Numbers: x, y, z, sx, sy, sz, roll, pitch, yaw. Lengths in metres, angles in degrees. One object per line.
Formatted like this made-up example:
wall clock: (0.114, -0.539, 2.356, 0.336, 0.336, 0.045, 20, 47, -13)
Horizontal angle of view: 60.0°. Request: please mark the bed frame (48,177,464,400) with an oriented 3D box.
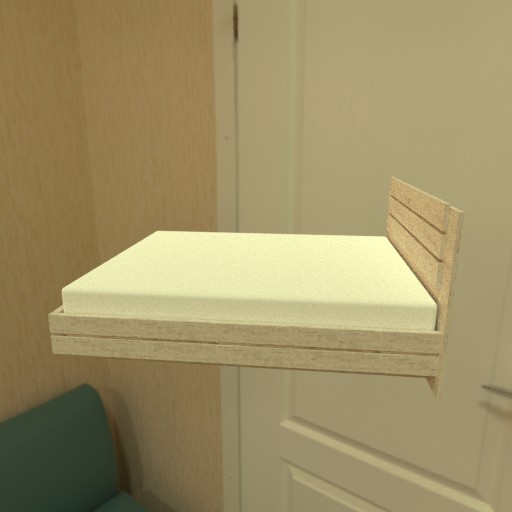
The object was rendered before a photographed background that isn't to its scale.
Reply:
bed frame: (0.000, 0.000, 3.055, 2.080, 0.970, 1.750, 2, 15, 7)
